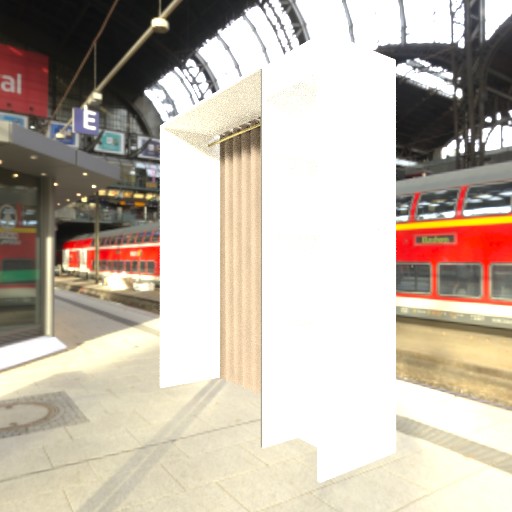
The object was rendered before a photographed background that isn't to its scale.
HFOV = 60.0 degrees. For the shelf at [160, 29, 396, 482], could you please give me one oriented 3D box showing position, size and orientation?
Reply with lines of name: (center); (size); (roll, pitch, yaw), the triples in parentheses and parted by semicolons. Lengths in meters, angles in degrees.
shelf: (0.000, 0.000, 2.575); (0.500, 1.820, 1.600); (0, 0, -35)
